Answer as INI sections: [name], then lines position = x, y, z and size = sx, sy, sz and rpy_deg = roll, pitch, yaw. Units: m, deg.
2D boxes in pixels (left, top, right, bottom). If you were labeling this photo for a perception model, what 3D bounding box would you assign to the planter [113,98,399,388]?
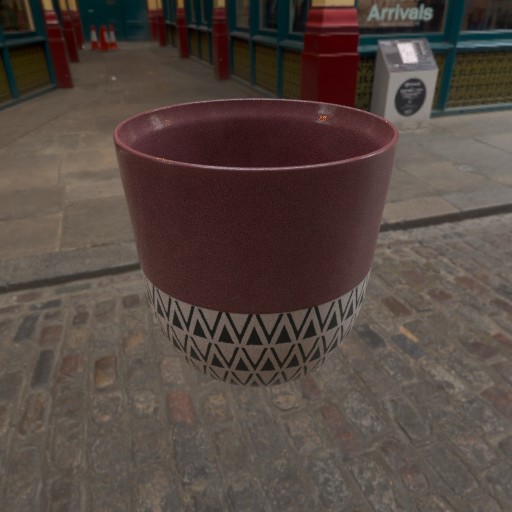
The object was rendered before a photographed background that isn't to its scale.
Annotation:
[planter]
position = 0.000, 0.000, 0.365
size = 0.195, 0.214, 0.195
rpy_deg = 0, 30, 0
